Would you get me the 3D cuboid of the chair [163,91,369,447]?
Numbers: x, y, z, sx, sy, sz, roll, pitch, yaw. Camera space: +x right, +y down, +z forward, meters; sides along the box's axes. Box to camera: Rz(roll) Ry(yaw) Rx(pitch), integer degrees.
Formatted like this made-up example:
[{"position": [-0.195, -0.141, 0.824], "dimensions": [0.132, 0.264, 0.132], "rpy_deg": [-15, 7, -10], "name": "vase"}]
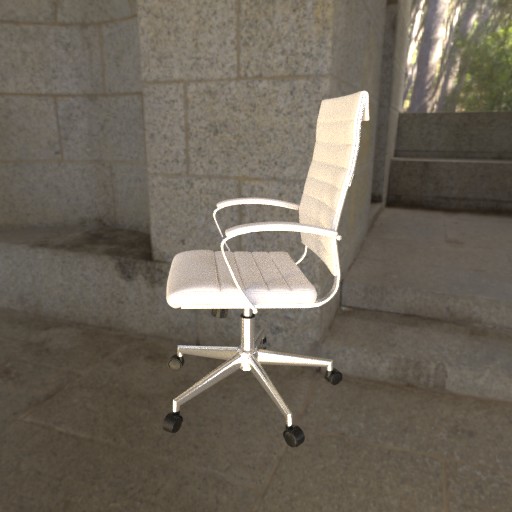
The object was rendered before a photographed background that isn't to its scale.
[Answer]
[{"position": [0.000, 0.000, 1.679], "dimensions": [0.739, 1.149, 0.766], "rpy_deg": [-2, 16, -7], "name": "chair"}]
